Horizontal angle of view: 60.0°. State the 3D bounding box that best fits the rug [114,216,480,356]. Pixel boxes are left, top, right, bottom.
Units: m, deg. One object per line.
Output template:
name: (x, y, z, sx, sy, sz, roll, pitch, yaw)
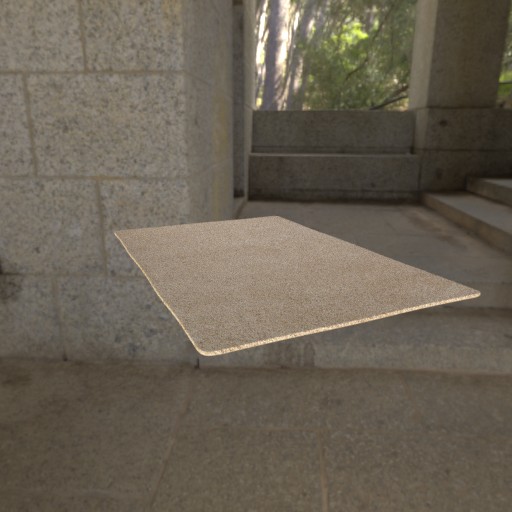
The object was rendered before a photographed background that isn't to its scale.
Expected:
rug: (0.000, 0.000, 3.515, 1.801, 0.024, 2.700, -8, 18, -24)
